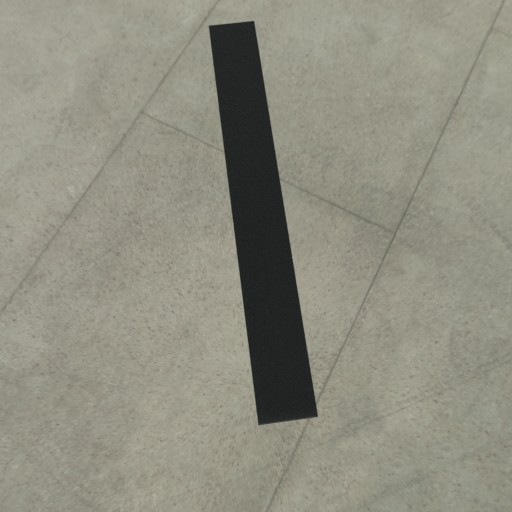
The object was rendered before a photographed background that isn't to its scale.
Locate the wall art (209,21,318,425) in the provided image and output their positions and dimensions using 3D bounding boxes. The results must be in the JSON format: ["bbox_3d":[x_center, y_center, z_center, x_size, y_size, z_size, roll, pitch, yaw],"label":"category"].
[{"bbox_3d":[0.000,0.000,0.462,0.037,0.305,0.305,-7,74,-2],"label":"wall art"}]
